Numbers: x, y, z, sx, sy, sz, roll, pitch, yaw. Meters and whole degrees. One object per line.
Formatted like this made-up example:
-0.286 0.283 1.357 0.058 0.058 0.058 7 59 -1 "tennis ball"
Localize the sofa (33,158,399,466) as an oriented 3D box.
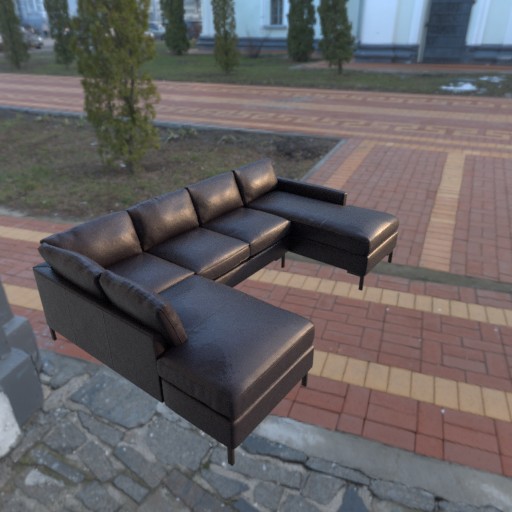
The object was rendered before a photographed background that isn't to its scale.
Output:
0.000 0.000 3.830 1.939 0.900 2.956 19 33 32 "sofa"
